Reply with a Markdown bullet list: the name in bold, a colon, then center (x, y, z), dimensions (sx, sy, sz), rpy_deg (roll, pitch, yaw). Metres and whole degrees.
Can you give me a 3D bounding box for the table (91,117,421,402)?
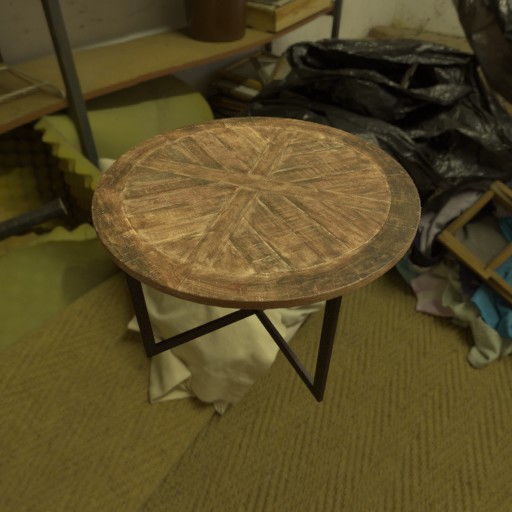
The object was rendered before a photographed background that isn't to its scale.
- **table**: center (0.000, 0.000, 2.015), dimensions (1.264, 0.762, 1.264), rpy_deg (0, 41, 0)
